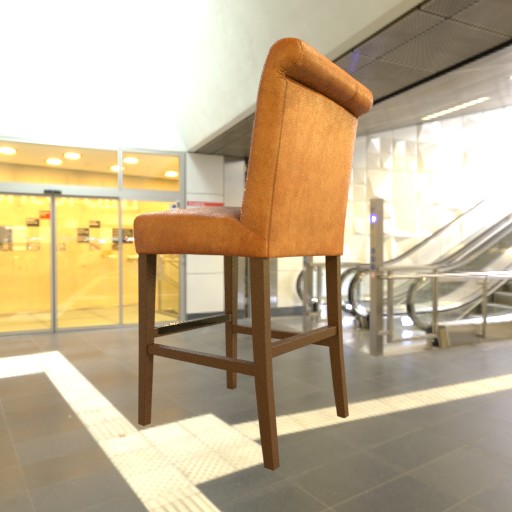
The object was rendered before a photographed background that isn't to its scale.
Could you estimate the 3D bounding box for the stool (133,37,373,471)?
[{"bbox_3d":[0.000,0.000,1.374,0.601,1.047,0.493,1,1,36],"label":"stool"}]
